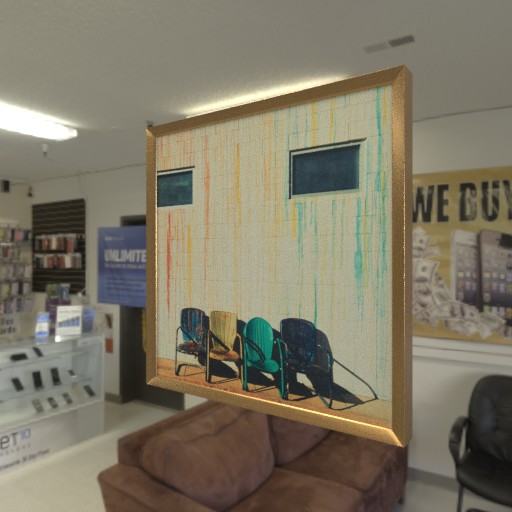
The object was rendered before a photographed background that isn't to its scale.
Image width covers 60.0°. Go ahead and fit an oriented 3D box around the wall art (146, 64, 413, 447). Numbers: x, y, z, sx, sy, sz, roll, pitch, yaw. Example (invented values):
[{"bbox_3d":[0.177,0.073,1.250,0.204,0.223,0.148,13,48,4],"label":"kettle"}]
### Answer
[{"bbox_3d":[0.000,0.000,0.744,0.505,0.505,0.037,0,0,35],"label":"wall art"}]
